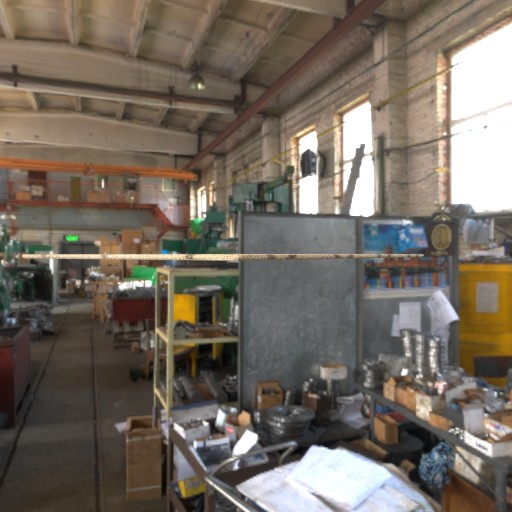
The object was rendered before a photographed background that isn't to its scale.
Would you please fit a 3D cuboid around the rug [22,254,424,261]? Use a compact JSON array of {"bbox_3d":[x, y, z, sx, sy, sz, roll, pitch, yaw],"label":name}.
[{"bbox_3d":[0.000,0.000,3.429,1.801,0.026,2.701,0,0,36],"label":"rug"}]
